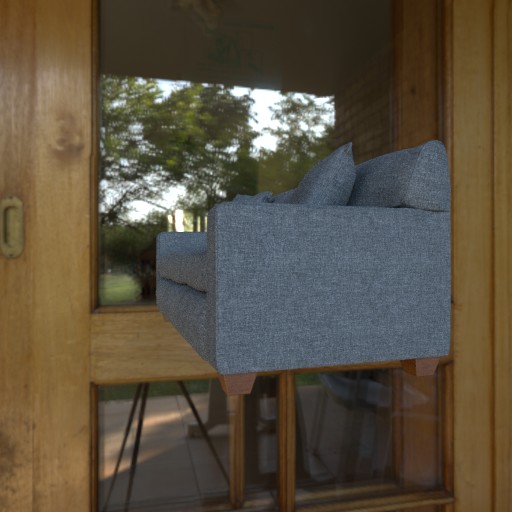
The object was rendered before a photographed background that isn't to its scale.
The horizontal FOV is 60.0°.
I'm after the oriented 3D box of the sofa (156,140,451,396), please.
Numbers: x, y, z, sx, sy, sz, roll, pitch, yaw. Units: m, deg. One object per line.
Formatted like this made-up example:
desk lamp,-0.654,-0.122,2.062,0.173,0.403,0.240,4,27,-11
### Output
sofa,0.000,0.000,2.538,0.997,0.958,2.024,0,0,-18
